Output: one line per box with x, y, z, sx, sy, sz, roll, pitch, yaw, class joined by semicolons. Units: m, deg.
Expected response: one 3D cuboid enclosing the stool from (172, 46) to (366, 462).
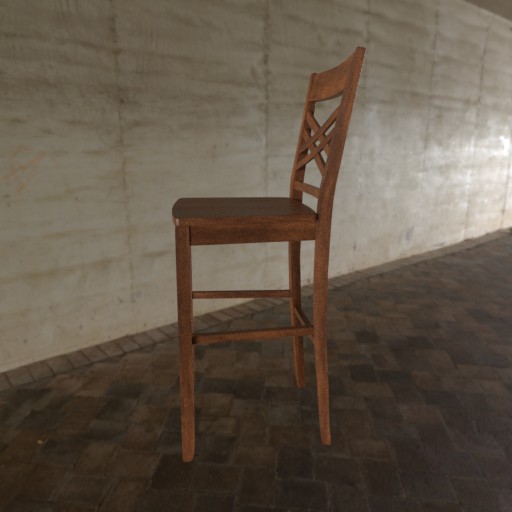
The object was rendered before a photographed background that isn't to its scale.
0.000;0.000;1.349;0.487;1.105;0.433;-2;14;-7;stool
